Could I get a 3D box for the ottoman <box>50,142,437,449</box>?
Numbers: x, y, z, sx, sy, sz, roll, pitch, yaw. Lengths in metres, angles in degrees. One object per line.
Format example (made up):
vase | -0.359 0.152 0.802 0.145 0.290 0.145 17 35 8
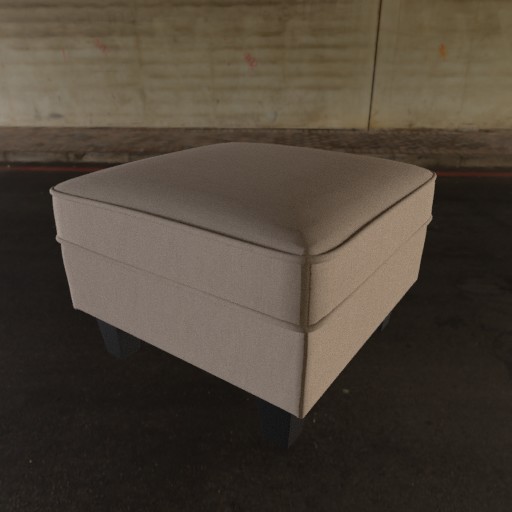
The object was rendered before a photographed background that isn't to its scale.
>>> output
ottoman | 0.000 0.000 1.005 0.616 0.438 0.613 16 29 32
